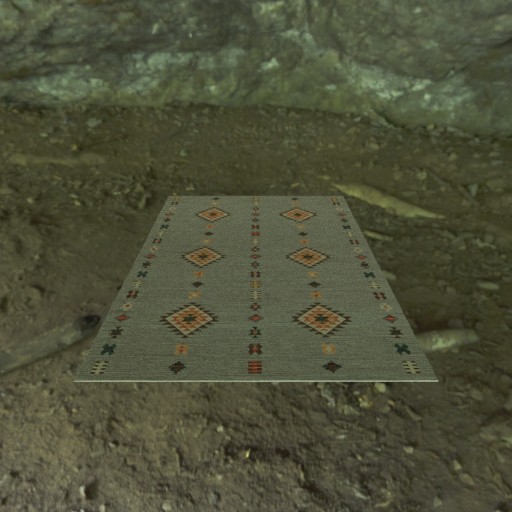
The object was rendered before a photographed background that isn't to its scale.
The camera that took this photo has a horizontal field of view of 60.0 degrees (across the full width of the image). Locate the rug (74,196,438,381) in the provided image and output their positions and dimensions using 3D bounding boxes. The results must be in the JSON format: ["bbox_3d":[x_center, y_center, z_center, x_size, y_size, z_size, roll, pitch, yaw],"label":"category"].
[{"bbox_3d":[0.000,0.000,2.284,1.217,0.005,1.818,0,27,0],"label":"rug"}]
